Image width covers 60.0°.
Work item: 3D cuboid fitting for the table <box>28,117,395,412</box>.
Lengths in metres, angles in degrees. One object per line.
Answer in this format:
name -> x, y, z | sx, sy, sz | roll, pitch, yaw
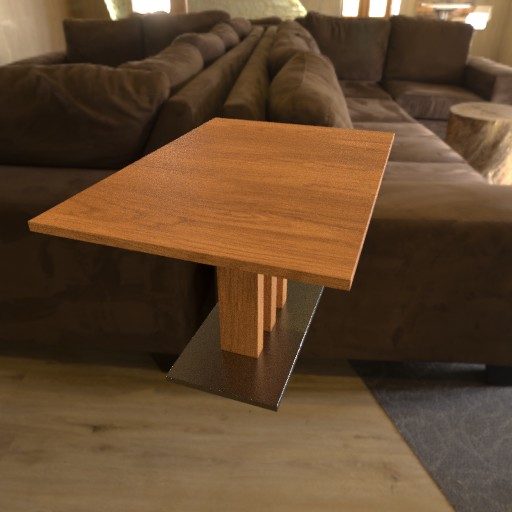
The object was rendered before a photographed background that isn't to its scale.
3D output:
table -> 0.000, 0.000, 1.835 | 0.900, 0.770, 1.300 | 10, 32, 17
